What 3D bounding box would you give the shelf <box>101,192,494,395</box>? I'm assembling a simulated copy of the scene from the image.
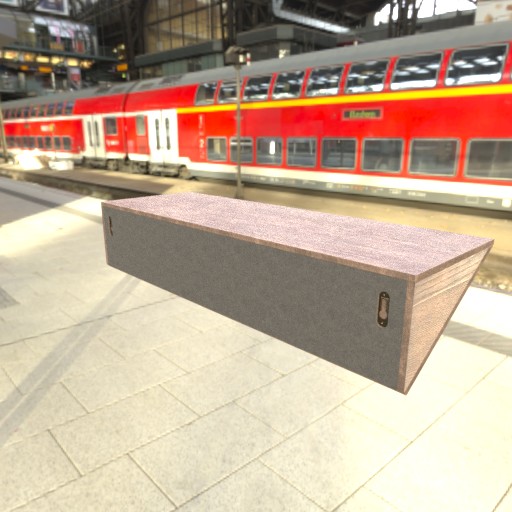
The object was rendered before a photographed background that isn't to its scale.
[{"bbox_3d":[0.000,0.000,0.688,0.200,0.125,0.610,-15,21,-42],"label":"shelf"}]
